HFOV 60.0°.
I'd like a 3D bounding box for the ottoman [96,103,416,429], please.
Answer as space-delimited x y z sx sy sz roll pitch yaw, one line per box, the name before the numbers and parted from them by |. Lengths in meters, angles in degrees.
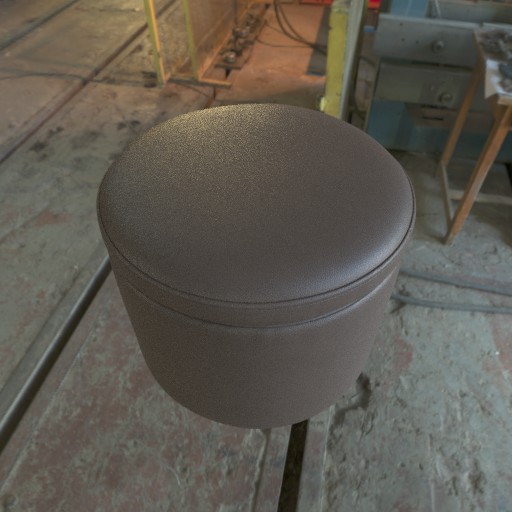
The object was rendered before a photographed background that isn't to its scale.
ottoman | 0.000 0.000 0.828 0.500 0.409 0.500 0 46 0
